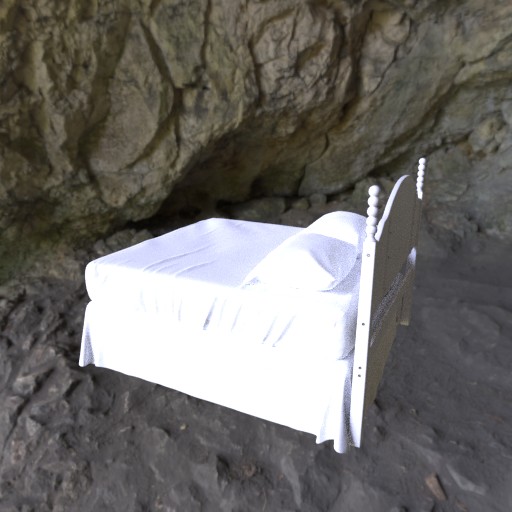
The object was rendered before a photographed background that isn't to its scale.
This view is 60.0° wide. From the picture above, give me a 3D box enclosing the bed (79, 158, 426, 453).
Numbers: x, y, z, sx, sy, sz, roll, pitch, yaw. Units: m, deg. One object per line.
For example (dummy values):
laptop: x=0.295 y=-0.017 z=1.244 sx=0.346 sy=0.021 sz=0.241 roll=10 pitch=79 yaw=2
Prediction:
bed: x=0.000 y=0.000 z=3.234 sx=2.040 sy=1.356 sz=1.873 roll=8 pitch=19 yaw=26
